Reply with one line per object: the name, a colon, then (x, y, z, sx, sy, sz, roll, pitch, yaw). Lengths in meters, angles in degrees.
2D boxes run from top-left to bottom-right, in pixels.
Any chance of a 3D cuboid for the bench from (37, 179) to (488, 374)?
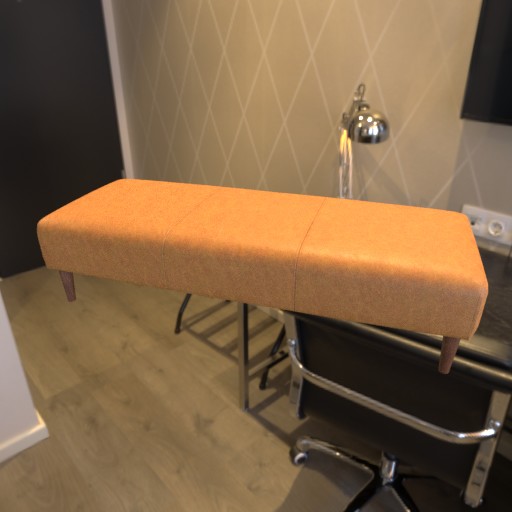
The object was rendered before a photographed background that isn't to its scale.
bench: (0.000, 0.000, 1.817, 1.610, 0.399, 0.653, 8, 28, 15)
